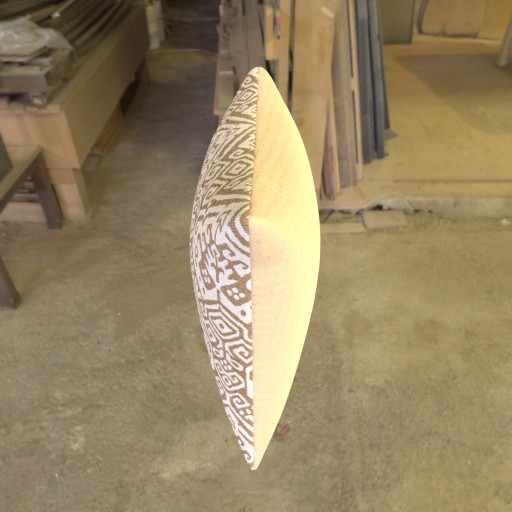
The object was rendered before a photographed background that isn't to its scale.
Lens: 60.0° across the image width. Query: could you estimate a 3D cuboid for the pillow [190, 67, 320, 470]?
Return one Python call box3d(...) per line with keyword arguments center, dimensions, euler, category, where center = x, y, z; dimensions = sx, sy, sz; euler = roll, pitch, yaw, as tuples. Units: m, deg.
box3d(center=(0.000, 0.000, 0.633), dimensions=(0.173, 0.407, 0.419), euler=(1, 39, 1), category="pillow")
